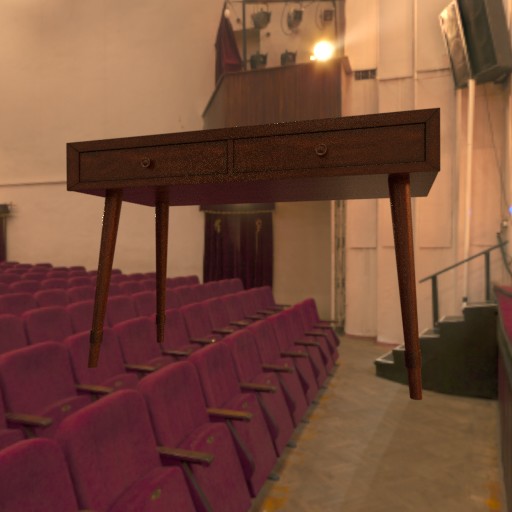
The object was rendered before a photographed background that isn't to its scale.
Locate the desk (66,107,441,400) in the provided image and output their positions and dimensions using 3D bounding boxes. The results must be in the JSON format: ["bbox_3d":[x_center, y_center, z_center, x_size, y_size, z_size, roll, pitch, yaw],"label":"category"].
[{"bbox_3d":[0.000,0.000,2.124,1.577,1.031,0.734,0,0,18],"label":"desk"}]
